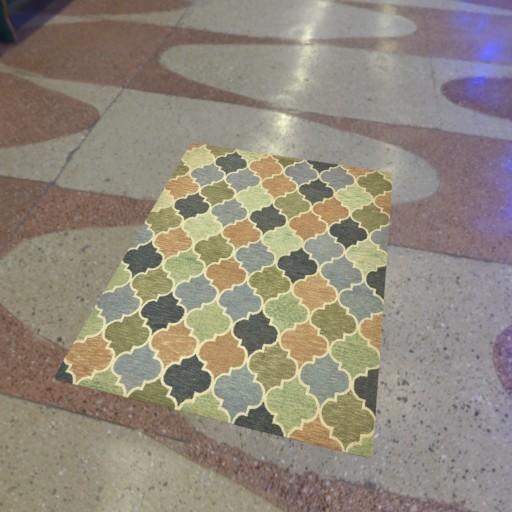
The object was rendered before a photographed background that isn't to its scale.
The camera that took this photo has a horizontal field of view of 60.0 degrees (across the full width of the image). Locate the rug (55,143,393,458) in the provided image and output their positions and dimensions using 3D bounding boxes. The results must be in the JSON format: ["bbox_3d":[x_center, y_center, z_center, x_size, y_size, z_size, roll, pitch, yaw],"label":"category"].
[{"bbox_3d":[0.000,0.000,4.254,2.439,0.013,3.200,11,50,9],"label":"rug"}]
